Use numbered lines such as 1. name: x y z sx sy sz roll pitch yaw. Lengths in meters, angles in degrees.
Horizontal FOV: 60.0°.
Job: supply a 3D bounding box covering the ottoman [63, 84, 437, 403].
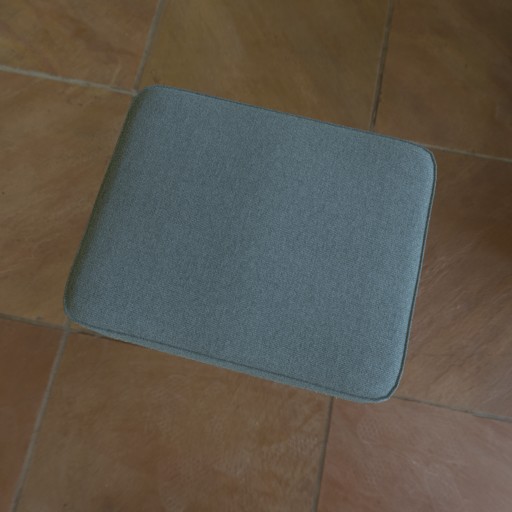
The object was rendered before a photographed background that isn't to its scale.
1. ottoman: 0.000 0.000 1.140 0.738 0.537 0.589 14 77 3
